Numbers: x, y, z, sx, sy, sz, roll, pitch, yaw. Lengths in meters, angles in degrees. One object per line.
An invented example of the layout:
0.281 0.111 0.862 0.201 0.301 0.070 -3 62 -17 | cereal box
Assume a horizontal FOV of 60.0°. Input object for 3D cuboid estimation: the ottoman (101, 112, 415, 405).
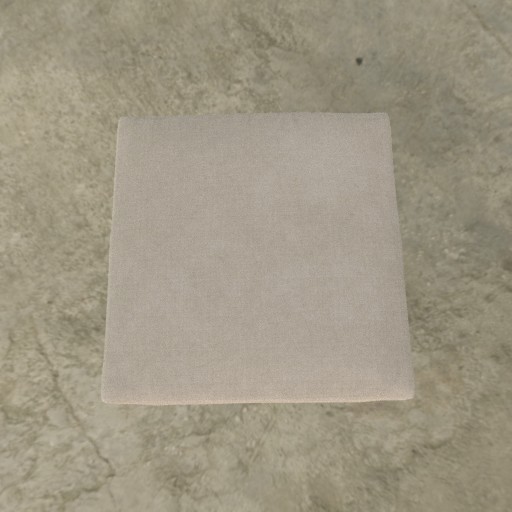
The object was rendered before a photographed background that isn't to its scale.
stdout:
0.000 0.000 1.870 1.171 0.517 1.203 -1 76 0 | ottoman
